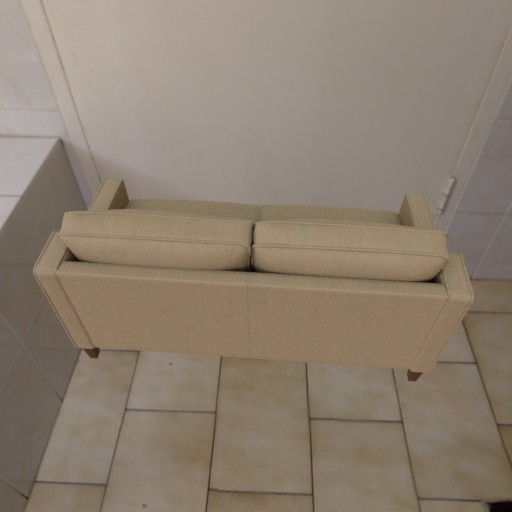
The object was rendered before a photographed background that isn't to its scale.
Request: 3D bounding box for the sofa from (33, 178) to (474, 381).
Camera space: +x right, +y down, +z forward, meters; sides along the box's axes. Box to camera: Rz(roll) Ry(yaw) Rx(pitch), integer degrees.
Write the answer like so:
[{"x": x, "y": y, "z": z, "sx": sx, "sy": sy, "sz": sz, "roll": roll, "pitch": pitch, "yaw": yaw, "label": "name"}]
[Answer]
[{"x": 0.000, "y": 0.000, "z": 2.784, "sx": 2.178, "sy": 1.071, "sz": 1.066, "roll": 3, "pitch": 47, "yaw": 3, "label": "sofa"}]
